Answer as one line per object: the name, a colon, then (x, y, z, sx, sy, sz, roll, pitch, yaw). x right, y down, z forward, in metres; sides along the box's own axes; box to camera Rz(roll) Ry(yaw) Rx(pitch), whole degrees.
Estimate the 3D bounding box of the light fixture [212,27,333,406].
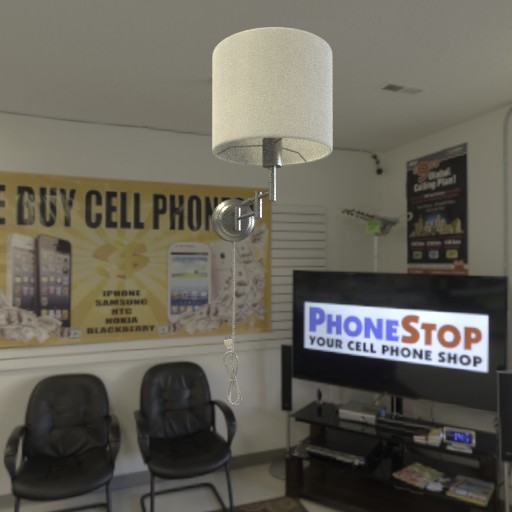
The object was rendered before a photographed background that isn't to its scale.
light fixture: (0.000, 0.000, 1.047, 0.253, 0.842, 0.479, 0, -1, -18)
